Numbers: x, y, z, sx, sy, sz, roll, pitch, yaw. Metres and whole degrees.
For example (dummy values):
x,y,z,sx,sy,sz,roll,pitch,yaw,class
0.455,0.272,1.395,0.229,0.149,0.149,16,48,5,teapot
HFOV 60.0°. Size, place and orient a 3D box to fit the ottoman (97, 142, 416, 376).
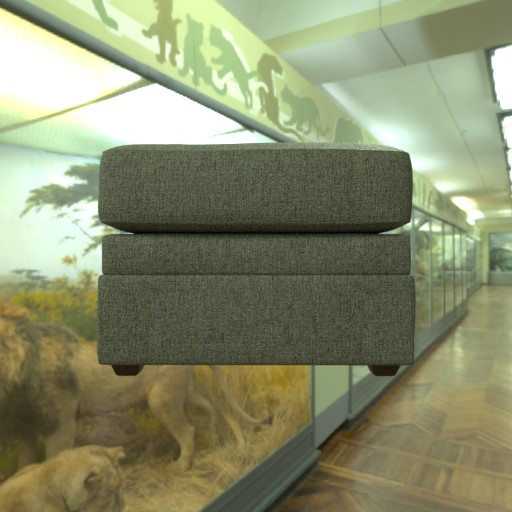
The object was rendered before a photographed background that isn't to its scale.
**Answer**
x,y,z,sx,sy,sz,roll,pitch,yaw,class
0.000,0.000,1.267,0.637,0.478,0.885,0,0,0,ottoman
